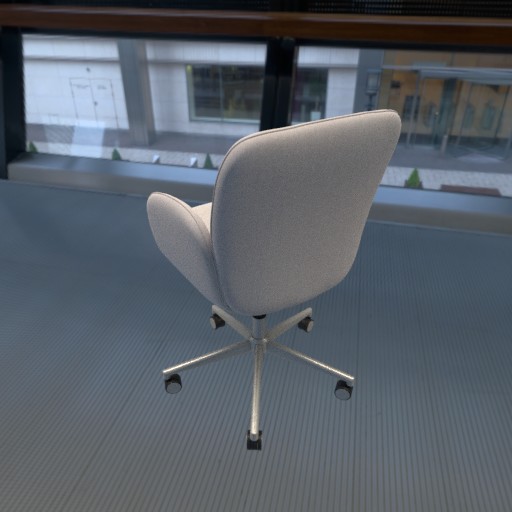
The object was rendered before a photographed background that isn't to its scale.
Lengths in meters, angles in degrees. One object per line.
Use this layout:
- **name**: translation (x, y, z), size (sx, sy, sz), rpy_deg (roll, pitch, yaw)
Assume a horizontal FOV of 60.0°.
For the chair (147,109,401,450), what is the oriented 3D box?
- **chair**: translation (0.000, 0.000, 1.379), size (0.648, 0.959, 0.633), rpy_deg (-18, 35, -28)
